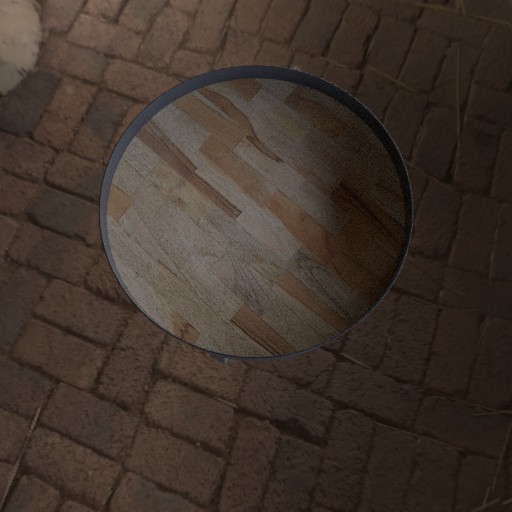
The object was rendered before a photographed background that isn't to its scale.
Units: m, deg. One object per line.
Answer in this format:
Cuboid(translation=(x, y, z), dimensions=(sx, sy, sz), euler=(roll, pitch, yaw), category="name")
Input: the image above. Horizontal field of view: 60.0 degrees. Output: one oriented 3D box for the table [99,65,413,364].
Cuboid(translation=(0.000, 0.000, 0.844), dimensions=(0.406, 0.559, 0.406), euler=(0, 74, 0), category="table")
